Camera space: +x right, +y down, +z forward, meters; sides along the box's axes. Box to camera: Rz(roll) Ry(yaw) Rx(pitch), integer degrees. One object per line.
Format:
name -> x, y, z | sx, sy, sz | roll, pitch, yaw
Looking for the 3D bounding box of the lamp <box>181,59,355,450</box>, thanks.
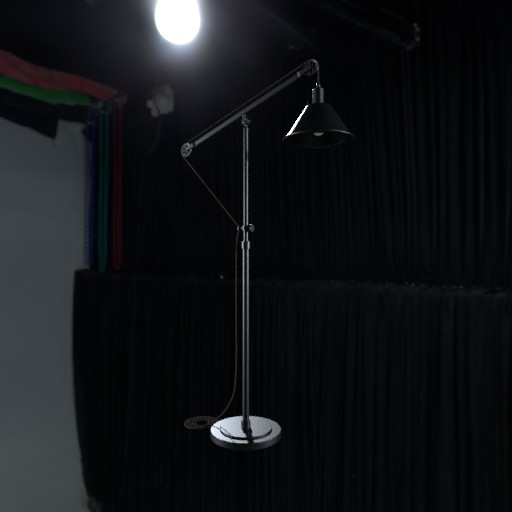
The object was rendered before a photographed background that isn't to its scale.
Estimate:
lamp -> 0.000, 0.000, 1.982 | 0.904, 1.626, 0.319 | 0, 0, 34
